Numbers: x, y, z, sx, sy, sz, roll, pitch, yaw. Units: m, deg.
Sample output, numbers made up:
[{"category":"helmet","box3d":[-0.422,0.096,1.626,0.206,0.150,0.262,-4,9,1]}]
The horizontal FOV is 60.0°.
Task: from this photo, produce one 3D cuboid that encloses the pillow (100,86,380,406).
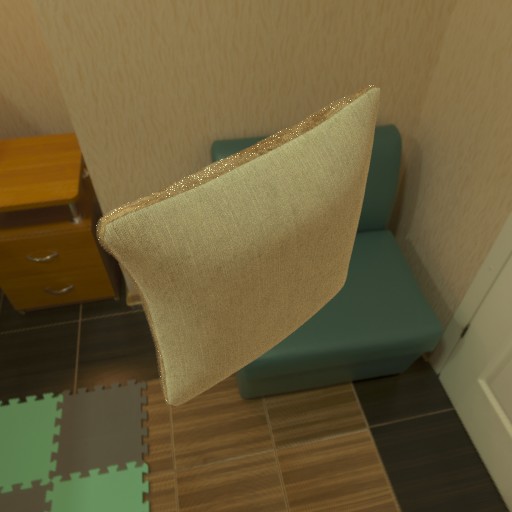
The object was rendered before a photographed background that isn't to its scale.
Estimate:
[{"category":"pillow","box3d":[0.000,0.000,0.829,0.538,0.525,0.216,-32,55,-27]}]
